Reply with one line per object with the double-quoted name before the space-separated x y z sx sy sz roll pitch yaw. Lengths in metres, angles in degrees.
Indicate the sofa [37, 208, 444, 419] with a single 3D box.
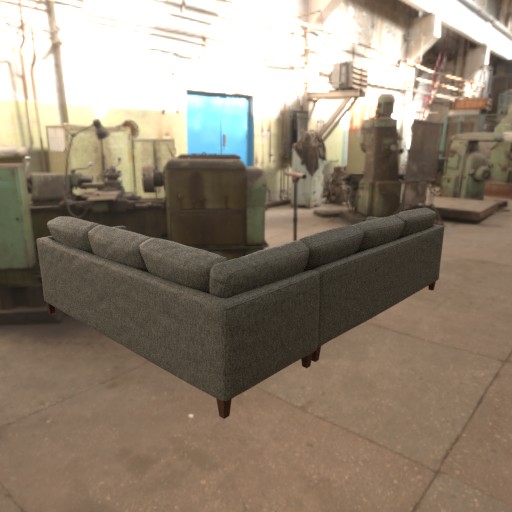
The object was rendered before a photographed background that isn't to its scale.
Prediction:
"sofa" 0.000 0.000 4.489 2.593 0.947 3.302 13 20 41
